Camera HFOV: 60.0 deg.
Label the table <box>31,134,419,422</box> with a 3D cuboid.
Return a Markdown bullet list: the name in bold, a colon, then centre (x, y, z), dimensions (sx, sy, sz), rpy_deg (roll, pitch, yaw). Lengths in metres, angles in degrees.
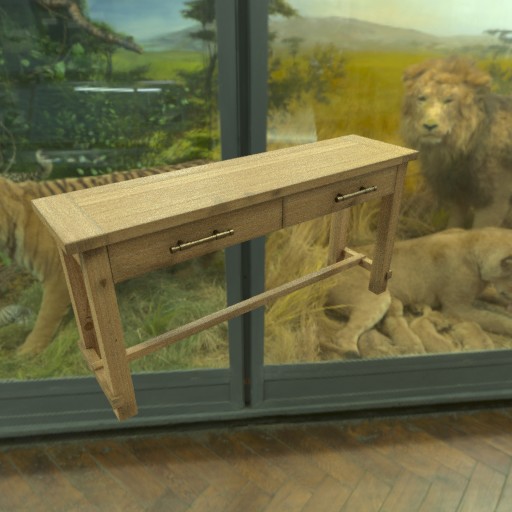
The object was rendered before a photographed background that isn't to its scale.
- **table**: centre (0.000, 0.000, 1.961), dimensions (1.599, 0.762, 0.442), rpy_deg (-19, 34, -31)
